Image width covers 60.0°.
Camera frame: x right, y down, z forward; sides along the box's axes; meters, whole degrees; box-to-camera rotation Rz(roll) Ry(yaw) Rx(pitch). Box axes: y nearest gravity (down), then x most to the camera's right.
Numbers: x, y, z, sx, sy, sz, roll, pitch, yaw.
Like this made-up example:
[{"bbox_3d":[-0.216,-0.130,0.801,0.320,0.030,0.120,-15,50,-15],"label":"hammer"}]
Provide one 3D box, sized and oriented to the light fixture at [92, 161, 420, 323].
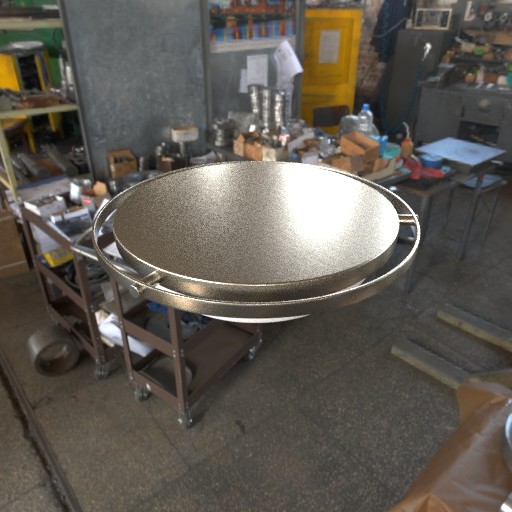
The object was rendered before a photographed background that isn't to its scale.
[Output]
[{"bbox_3d":[0.000,0.000,0.541,0.361,0.130,0.361,0,30,0],"label":"light fixture"}]
